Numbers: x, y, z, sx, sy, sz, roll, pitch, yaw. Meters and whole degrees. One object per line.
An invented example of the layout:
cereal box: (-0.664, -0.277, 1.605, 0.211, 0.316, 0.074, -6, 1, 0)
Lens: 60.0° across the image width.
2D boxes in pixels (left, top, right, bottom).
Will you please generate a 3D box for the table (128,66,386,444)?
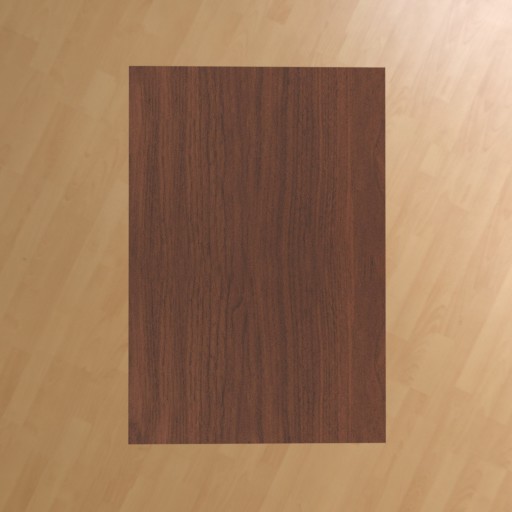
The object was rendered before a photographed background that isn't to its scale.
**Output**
table: (0.000, 0.000, 1.048, 0.406, 0.711, 0.589, 0, 90, -1)
